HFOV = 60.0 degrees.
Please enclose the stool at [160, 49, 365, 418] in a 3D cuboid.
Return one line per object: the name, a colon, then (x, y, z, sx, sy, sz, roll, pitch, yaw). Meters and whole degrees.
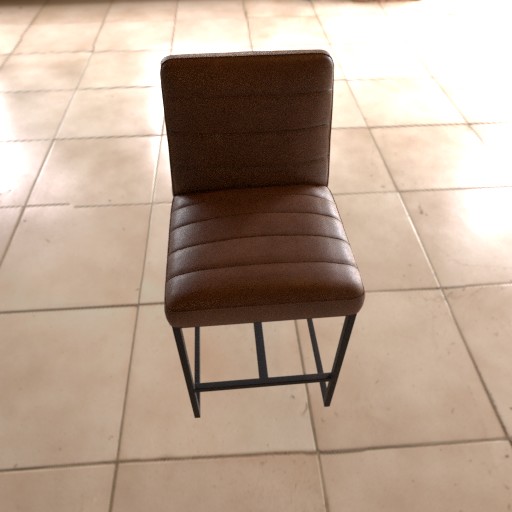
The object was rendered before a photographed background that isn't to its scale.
stool: (0.000, 0.000, 1.257, 0.458, 0.940, 0.556, -4, 47, -3)
